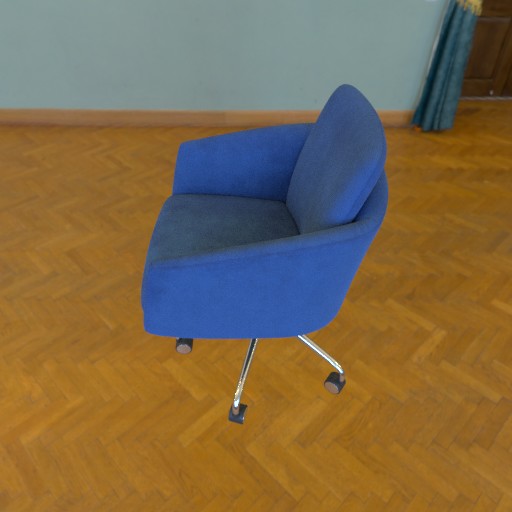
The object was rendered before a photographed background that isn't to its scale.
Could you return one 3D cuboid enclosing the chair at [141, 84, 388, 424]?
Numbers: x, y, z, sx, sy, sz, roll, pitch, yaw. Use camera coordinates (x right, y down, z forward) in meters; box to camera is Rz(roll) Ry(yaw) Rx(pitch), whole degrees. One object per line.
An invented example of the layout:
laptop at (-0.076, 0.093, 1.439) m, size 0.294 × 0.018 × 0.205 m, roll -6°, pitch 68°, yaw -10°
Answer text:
chair at (0.000, 0.000, 1.349) m, size 0.635 × 0.908 × 0.641 m, roll -1°, pitch 41°, yaw -1°
